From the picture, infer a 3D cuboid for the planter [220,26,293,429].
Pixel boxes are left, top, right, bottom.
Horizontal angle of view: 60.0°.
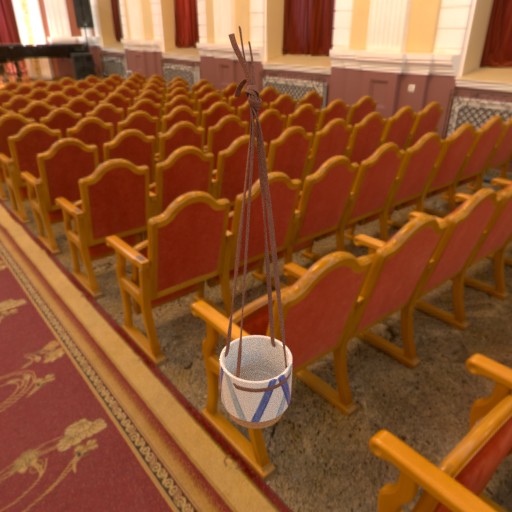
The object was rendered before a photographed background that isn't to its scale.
[{"bbox_3d":[0.000,0.000,0.816,0.153,0.753,0.157,-20,33,-34],"label":"planter"}]
